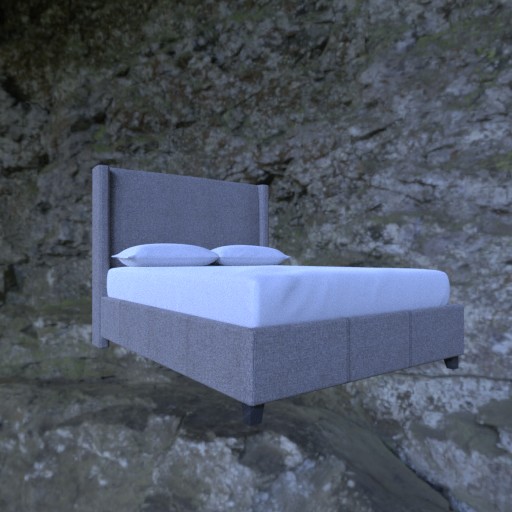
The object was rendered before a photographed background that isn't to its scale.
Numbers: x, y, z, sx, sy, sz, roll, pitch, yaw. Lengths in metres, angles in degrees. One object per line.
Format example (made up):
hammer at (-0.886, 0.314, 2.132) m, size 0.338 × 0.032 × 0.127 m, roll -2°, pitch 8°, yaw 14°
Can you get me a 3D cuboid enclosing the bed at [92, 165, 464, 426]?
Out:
bed at (0.000, 0.000, 3.269) m, size 1.714 × 1.476 × 2.245 m, roll 0°, pitch 0°, yaw -36°
